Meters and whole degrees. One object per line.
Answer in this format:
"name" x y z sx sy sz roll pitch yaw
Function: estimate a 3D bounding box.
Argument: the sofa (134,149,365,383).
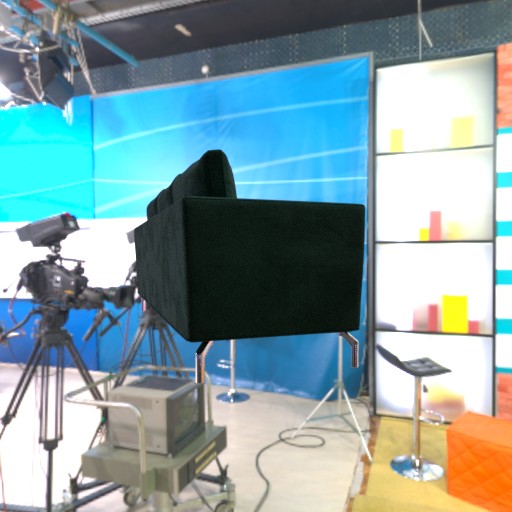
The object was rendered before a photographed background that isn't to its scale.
"sofa" 0.000 0.000 3.129 1.489 1.007 2.441 0 1 -20
